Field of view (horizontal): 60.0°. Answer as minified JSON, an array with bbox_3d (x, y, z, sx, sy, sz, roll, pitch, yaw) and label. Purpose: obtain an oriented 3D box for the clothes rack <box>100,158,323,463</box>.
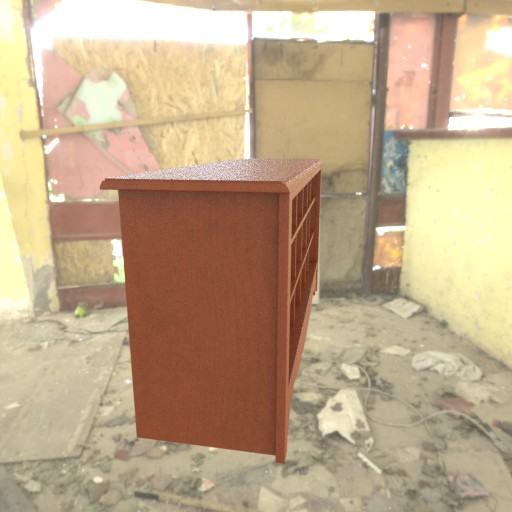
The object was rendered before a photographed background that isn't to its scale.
[{"bbox_3d":[0.000,0.000,1.472,0.362,0.594,1.251,3,14,11],"label":"clothes rack"}]
